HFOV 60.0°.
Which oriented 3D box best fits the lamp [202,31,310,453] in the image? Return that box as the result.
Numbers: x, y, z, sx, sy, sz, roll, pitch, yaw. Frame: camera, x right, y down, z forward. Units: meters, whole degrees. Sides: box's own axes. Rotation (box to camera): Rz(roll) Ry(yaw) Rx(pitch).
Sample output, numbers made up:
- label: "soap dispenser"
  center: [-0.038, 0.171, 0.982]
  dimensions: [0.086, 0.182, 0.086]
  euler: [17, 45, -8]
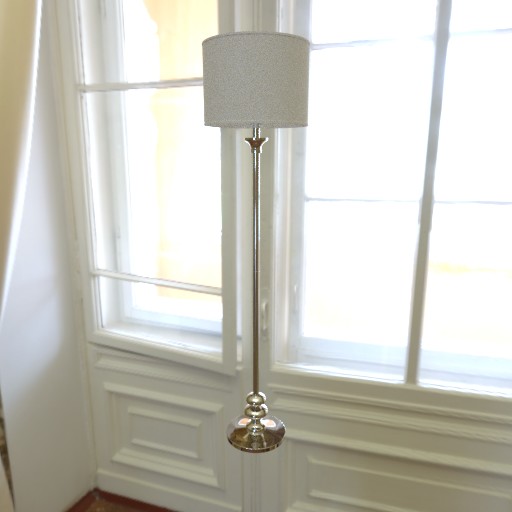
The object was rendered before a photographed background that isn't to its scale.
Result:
- label: "lamp"
  center: [0.000, 0.000, 1.632]
  dimensions: [0.356, 1.487, 0.356]
  euler: [-7, 15, -26]
